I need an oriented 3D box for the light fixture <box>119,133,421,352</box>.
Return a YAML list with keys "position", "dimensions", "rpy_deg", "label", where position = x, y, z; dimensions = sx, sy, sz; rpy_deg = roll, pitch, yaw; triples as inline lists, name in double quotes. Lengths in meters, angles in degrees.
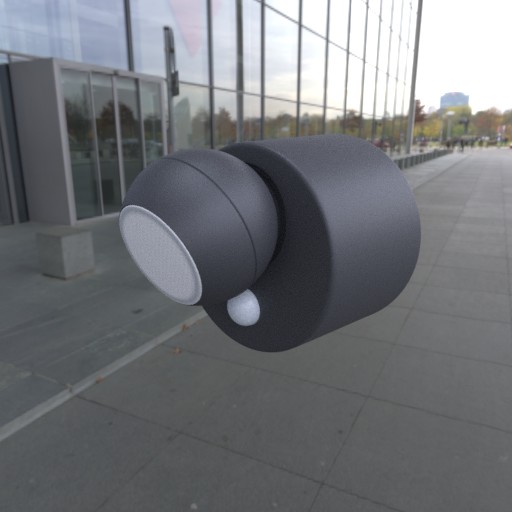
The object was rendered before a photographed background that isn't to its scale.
- position: [0.000, 0.000, 0.266]
  dimensions: [0.134, 0.143, 0.160]
  rpy_deg: [13, 20, 41]
  label: "light fixture"
